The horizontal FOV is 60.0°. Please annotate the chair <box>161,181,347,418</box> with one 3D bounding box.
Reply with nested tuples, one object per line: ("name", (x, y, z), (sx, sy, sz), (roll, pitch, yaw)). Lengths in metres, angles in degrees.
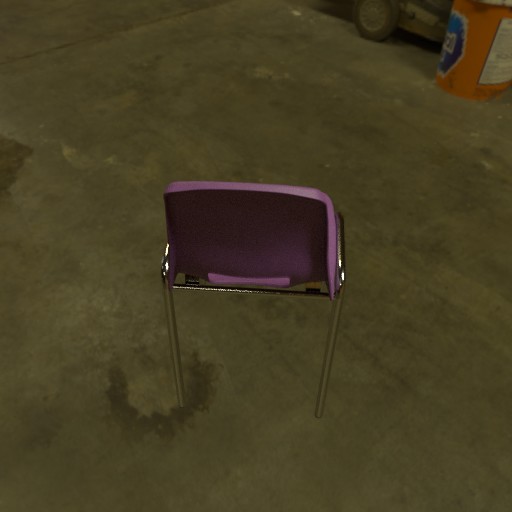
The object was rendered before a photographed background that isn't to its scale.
("chair", (0.000, 0.000, 0.966), (0.381, 0.704, 0.432), (3, 46, 3))
